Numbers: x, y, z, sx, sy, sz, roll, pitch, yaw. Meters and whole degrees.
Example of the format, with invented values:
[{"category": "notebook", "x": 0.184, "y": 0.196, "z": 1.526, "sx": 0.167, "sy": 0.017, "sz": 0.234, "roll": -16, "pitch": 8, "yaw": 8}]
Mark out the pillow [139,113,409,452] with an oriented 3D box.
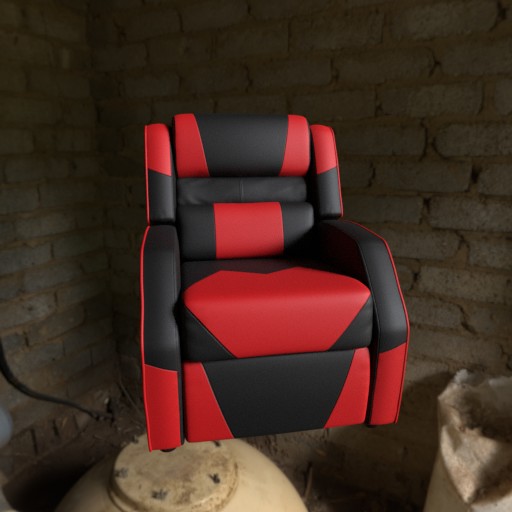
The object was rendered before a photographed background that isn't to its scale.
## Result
[{"category": "pillow", "x": 0.000, "y": 0.000, "z": 1.259, "sx": 0.620, "sy": 0.805, "sz": 0.672, "roll": -3, "pitch": 15, "yaw": -10}]
